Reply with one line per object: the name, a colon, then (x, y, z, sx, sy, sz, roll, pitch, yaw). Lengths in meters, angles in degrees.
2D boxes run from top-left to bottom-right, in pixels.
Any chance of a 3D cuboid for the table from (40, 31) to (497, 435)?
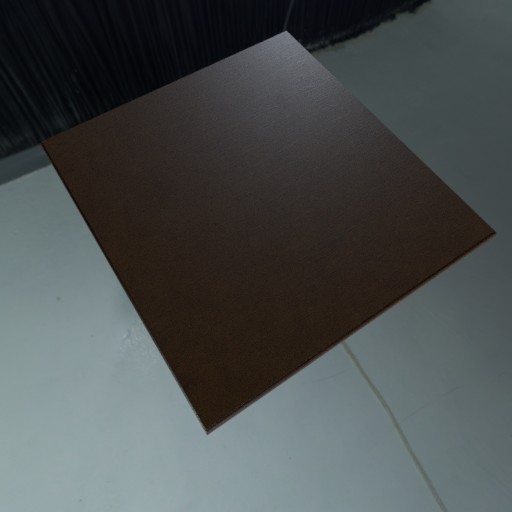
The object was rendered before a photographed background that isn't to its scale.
table: (0.000, 0.000, 1.023, 0.560, 0.562, 0.602, -31, 67, -14)
